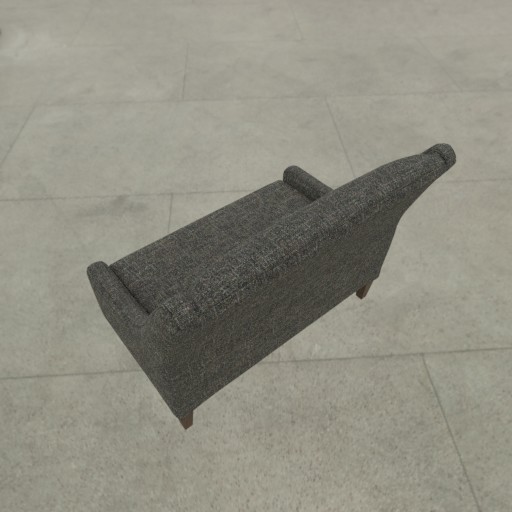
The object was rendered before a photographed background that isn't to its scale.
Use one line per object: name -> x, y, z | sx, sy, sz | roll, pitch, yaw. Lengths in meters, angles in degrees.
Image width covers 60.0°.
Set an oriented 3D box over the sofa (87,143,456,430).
sofa -> 0.000, 0.000, 1.928 | 1.242, 1.021, 0.870 | -30, 53, -26
